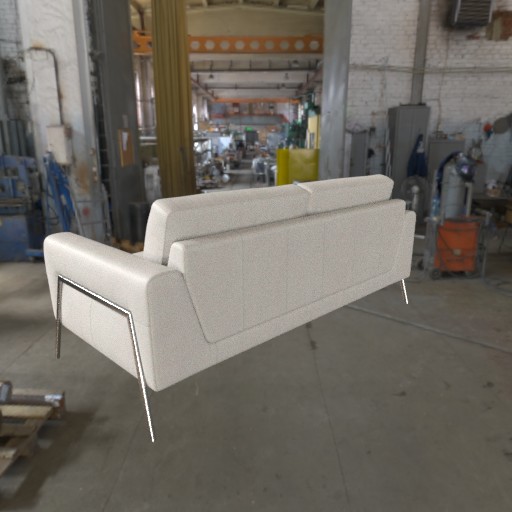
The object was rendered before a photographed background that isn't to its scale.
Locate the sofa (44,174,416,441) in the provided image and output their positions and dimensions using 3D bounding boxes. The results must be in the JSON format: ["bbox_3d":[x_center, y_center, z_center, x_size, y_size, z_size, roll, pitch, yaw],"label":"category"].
[{"bbox_3d":[0.000,0.000,2.547,2.017,0.875,0.953,-15,21,-43],"label":"sofa"}]
